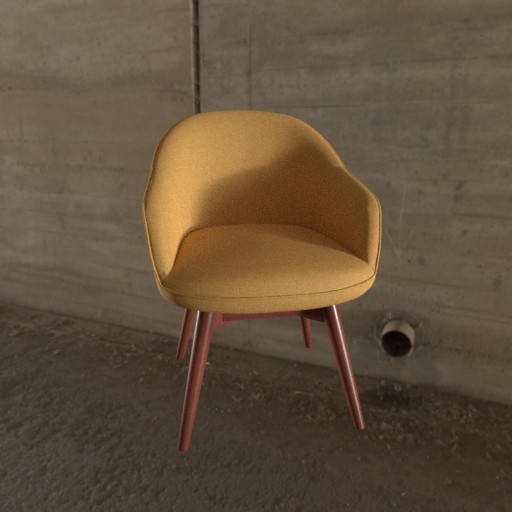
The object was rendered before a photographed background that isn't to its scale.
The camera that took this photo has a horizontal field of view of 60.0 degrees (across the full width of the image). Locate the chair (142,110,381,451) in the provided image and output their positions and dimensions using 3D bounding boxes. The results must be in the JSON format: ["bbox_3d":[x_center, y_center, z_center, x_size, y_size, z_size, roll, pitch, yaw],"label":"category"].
[{"bbox_3d":[0.000,0.000,1.272,0.596,0.823,0.635,-3,16,-10],"label":"chair"}]
